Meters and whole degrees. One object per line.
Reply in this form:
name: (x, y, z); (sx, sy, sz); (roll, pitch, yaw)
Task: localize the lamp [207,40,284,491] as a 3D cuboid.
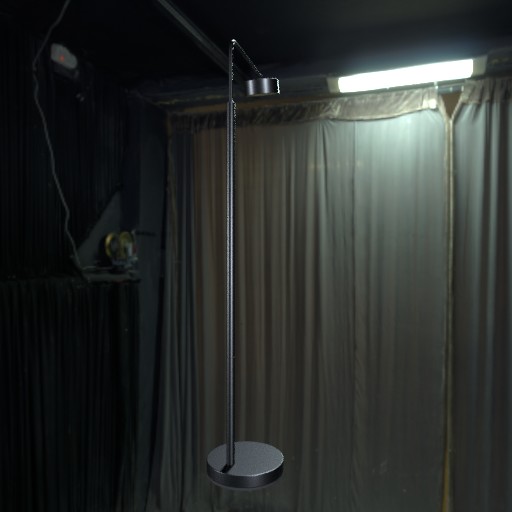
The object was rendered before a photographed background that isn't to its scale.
lamp: (0.000, 0.000, 1.364); (0.219, 1.230, 0.418); (0, 0, 18)
